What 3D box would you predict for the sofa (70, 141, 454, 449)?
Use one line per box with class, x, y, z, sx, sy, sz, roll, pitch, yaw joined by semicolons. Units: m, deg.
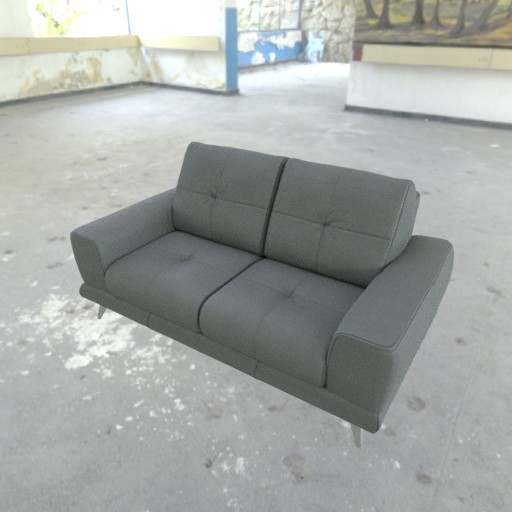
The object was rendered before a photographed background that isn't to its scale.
sofa;0.000;0.000;2.336;1.806;0.907;1.018;17;33;29
